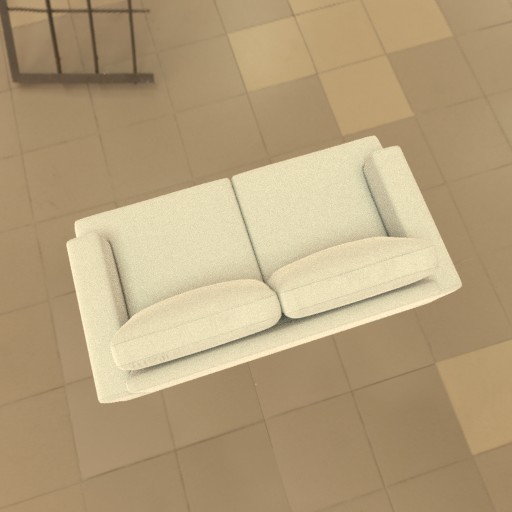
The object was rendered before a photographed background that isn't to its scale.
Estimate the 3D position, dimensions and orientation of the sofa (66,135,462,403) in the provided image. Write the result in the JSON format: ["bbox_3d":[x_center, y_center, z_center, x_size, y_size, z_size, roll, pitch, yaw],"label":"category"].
[{"bbox_3d":[0.000,0.000,2.161,1.650,0.810,0.920,-17,75,-5],"label":"sofa"}]
